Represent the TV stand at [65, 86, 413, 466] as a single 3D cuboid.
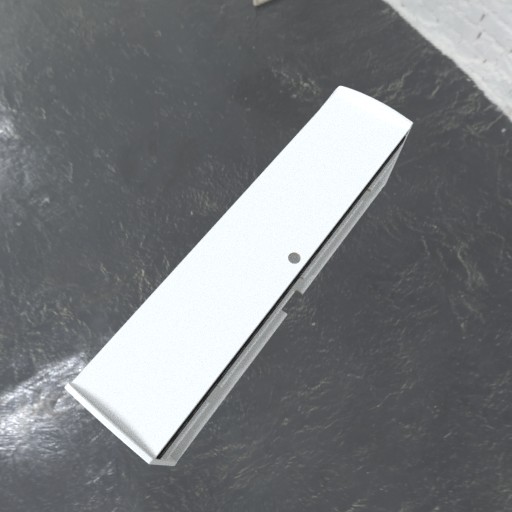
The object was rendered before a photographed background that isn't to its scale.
[{"bbox_3d":[0.000,0.000,1.659,0.397,0.424,1.473,34,69,15],"label":"TV stand"}]
